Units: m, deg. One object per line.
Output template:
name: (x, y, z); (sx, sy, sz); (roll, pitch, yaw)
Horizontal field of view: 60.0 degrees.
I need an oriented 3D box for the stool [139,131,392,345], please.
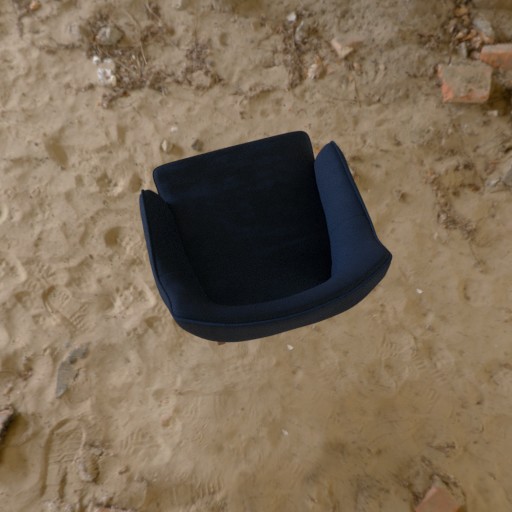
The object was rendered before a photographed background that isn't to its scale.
stool: (0.000, 0.000, 1.370); (0.550, 1.041, 0.560); (-15, 75, -4)
